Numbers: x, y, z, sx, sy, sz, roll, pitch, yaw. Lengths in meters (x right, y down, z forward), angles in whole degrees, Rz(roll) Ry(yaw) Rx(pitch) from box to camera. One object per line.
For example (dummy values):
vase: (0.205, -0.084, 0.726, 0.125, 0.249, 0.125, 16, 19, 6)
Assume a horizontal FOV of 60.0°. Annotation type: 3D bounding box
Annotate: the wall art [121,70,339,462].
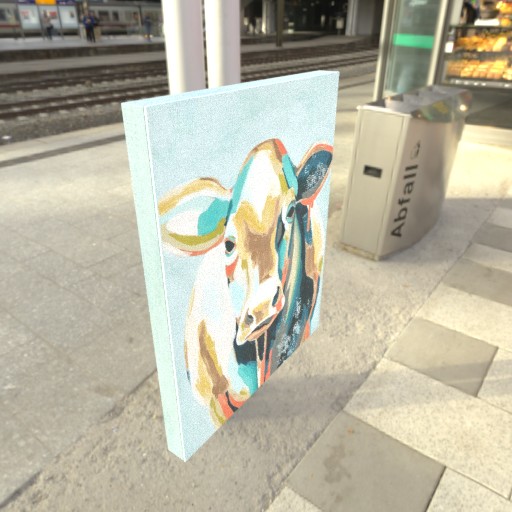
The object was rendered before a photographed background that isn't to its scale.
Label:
wall art: (0.000, 0.000, 0.697, 0.037, 0.509, 0.409, 19, 33, 31)
